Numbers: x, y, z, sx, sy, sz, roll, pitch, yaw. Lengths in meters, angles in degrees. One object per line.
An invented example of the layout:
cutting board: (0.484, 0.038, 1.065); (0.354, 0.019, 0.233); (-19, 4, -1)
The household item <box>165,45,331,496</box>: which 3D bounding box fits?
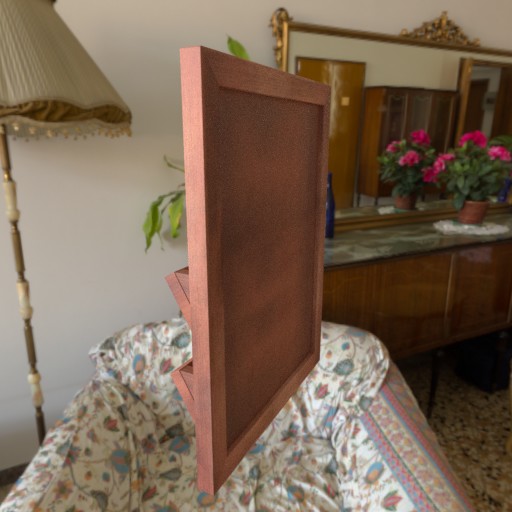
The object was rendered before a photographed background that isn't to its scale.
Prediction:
household item: (0.000, 0.000, 0.530); (0.067, 0.407, 0.310); (8, 17, 26)
